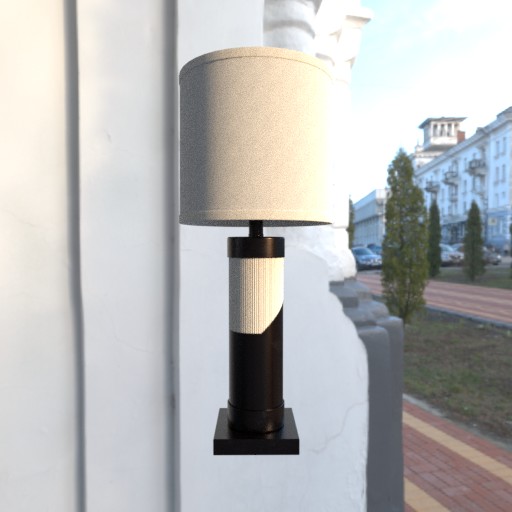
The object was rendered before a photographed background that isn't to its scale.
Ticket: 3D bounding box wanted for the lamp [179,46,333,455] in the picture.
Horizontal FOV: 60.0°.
[{"bbox_3d":[0.000,0.000,0.618,0.211,0.509,0.211,0,1,-1],"label":"lamp"}]
